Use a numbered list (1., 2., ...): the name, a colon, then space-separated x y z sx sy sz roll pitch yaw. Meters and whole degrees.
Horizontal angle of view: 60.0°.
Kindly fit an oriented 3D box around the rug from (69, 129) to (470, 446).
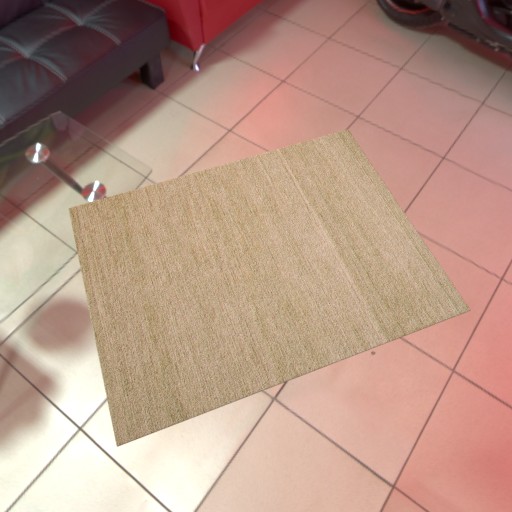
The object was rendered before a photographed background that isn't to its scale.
1. rug: 0.000 0.000 4.261 3.198 0.016 2.425 -18 61 -10
